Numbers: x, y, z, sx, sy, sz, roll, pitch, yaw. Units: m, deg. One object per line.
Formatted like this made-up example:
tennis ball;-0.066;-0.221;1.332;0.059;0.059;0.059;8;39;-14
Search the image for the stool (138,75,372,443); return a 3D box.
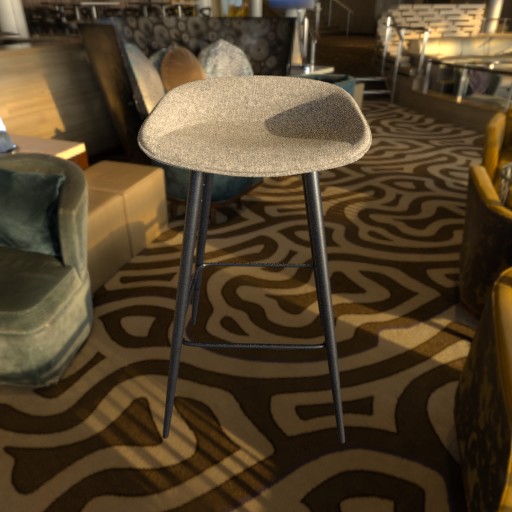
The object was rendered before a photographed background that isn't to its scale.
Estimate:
stool;0.000;0.000;1.139;0.469;0.814;0.480;1;30;2
